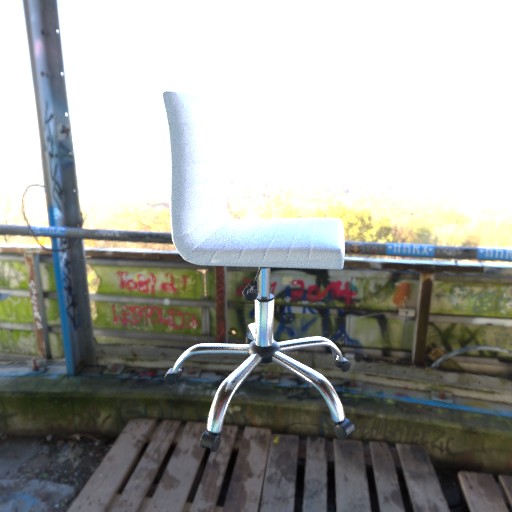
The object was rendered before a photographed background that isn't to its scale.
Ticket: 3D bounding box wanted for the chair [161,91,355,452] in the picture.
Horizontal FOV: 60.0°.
[{"bbox_3d":[0.000,0.000,1.142,0.530,0.780,0.556,3,15,10],"label":"chair"}]
